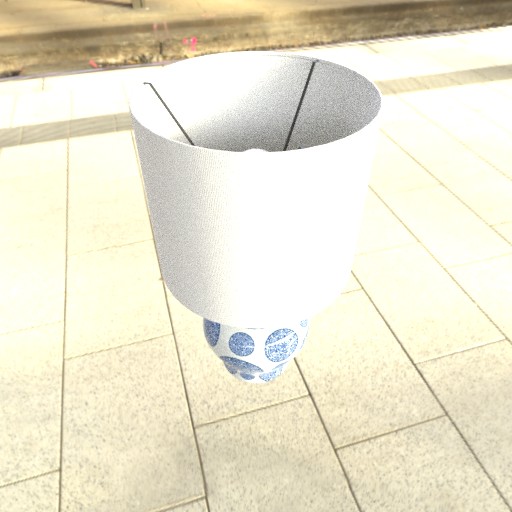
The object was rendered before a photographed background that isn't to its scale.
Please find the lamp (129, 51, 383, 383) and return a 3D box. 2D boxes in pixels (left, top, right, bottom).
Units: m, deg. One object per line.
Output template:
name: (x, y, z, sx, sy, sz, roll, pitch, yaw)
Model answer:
lamp: (0.000, 0.000, 0.509, 0.215, 0.381, 0.215, -13, 44, -14)
